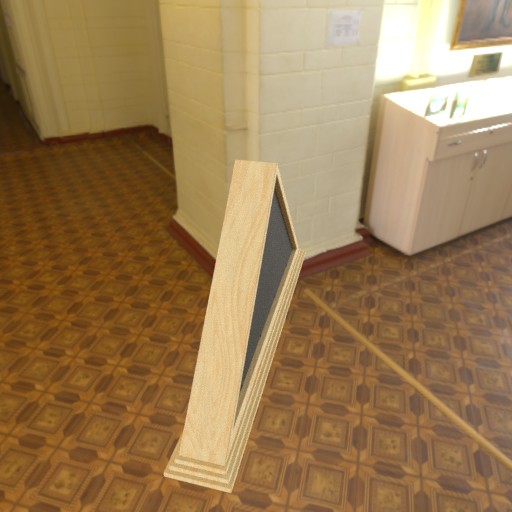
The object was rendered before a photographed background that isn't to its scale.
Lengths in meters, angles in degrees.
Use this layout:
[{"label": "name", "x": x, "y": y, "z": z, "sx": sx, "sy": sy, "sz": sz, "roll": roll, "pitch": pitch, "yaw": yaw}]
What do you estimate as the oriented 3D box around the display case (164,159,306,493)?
[{"label": "display case", "x": 0.000, "y": 0.000, "z": 0.770, "sx": 0.095, "sy": 0.340, "sz": 0.640, "roll": 7, "pitch": 32, "yaw": 12}]
